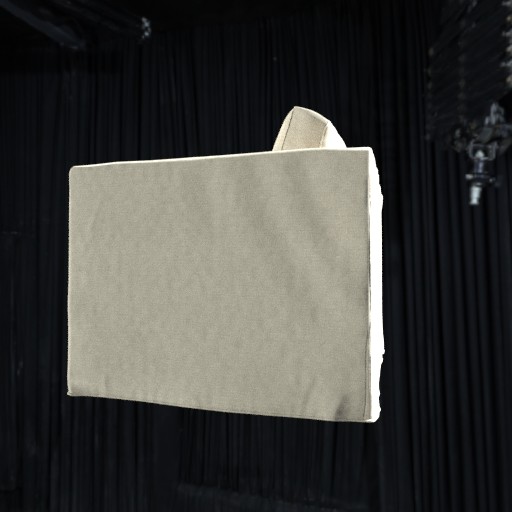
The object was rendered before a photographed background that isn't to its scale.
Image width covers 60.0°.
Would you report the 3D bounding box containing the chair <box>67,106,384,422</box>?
[{"bbox_3d":[0.000,0.000,1.728,0.949,0.867,1.057,0,-1,17],"label":"chair"}]
